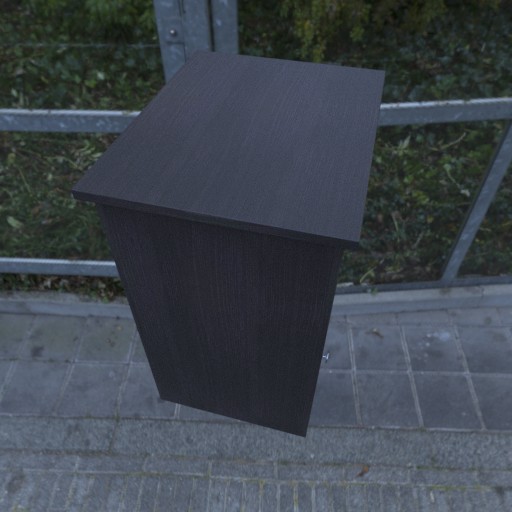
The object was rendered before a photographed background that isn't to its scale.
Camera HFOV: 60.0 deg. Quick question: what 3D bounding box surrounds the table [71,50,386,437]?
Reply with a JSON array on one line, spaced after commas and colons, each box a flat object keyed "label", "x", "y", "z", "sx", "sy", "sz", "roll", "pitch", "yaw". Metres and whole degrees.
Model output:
[{"label": "table", "x": 0.000, "y": 0.000, "z": 0.943, "sx": 0.381, "sy": 0.635, "sz": 0.480, "roll": 11, "pitch": 47, "yaw": 10}]
